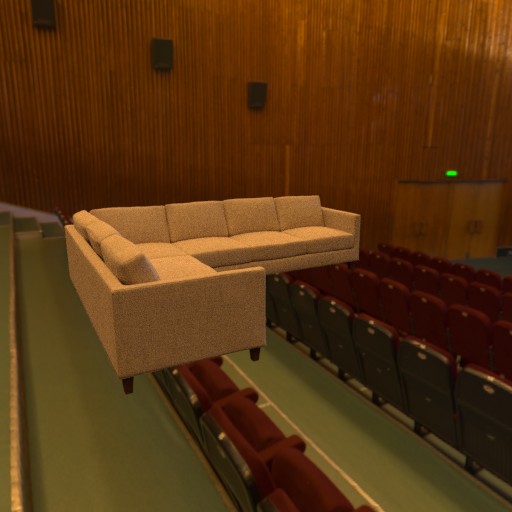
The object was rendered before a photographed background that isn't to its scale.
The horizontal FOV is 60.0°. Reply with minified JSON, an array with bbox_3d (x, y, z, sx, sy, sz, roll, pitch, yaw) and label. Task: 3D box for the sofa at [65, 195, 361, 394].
[{"bbox_3d":[0.000,0.000,4.318,3.182,0.863,2.432,-8,16,-28],"label":"sofa"}]
